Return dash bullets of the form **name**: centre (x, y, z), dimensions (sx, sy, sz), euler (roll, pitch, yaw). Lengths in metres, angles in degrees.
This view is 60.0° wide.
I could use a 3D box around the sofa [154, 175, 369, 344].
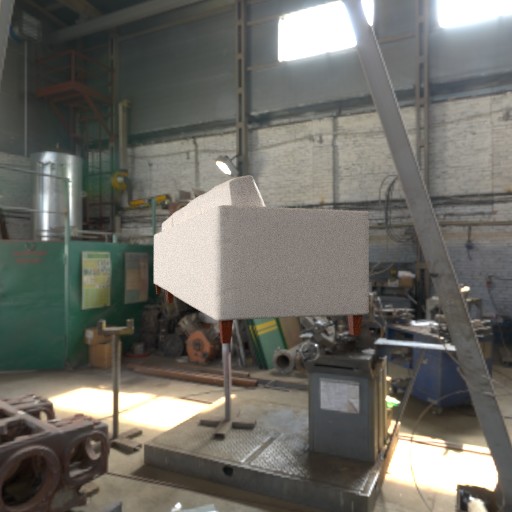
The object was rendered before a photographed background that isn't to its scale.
- **sofa**: centre (0.000, 0.000, 4.232), dimensions (1.606, 0.954, 3.471), euler (0, 0, -19)
